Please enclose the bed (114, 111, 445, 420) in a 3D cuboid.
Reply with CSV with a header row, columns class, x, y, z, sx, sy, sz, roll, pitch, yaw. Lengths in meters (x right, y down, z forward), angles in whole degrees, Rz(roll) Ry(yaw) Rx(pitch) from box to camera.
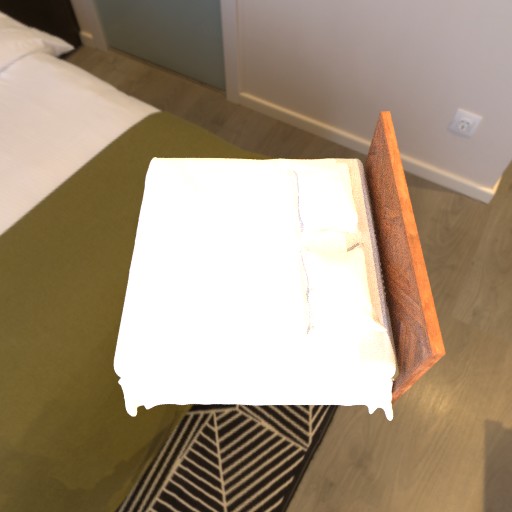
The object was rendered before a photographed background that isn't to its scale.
class,x,y,z,sx,sy,sz,roll,pitch,yaw
bed,0.000,0.000,3.500,2.165,1.158,2.255,0,58,0
